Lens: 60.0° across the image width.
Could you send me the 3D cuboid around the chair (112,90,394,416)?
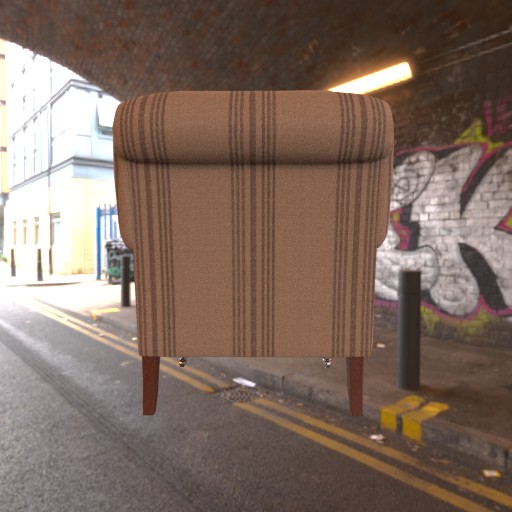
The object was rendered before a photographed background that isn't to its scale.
[{"bbox_3d":[0.000,0.000,1.593,0.813,0.940,0.914,0,2,1],"label":"chair"}]
